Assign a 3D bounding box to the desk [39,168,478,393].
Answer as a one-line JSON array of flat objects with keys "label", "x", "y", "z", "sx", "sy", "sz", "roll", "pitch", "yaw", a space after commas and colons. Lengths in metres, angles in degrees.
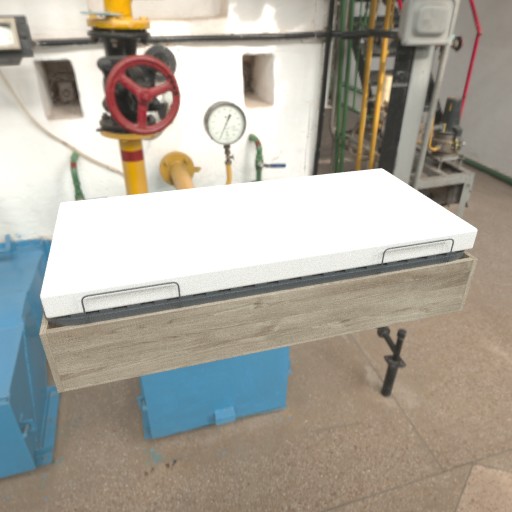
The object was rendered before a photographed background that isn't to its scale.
[{"label": "desk", "x": 0.000, "y": 0.000, "z": 2.241, "sx": 1.900, "sy": 0.455, "sz": 0.900, "roll": -8, "pitch": 32, "yaw": -14}]
